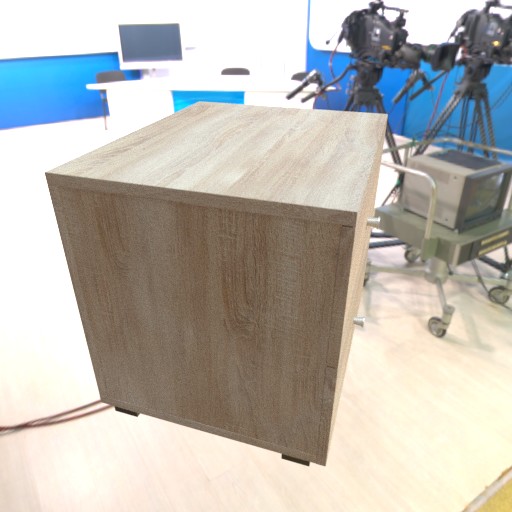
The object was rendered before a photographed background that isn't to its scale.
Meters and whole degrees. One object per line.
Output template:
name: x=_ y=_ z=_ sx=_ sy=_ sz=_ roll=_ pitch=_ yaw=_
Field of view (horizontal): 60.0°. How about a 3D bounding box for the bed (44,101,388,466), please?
bed: x=0.000 y=0.000 z=0.786 sx=0.401 sy=0.420 sz=0.460 roll=9 pitch=31 yaw=16
